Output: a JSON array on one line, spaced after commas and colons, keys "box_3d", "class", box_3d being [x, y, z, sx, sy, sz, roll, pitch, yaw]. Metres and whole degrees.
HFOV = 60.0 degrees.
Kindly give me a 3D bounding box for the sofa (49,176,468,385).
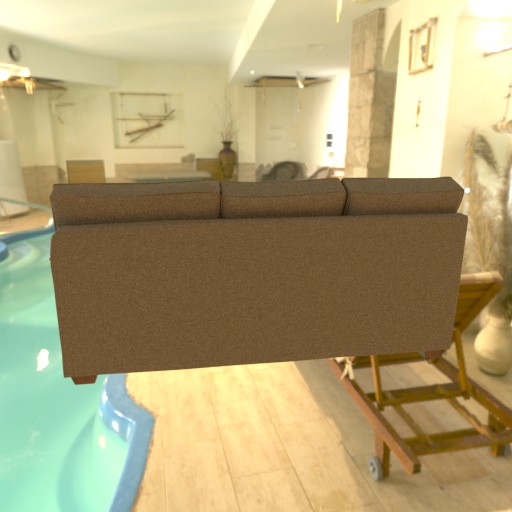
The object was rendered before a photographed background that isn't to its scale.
[{"box_3d": [0.000, 0.000, 2.556, 1.963, 0.946, 1.034, -2, 15, -8], "class": "sofa"}]
